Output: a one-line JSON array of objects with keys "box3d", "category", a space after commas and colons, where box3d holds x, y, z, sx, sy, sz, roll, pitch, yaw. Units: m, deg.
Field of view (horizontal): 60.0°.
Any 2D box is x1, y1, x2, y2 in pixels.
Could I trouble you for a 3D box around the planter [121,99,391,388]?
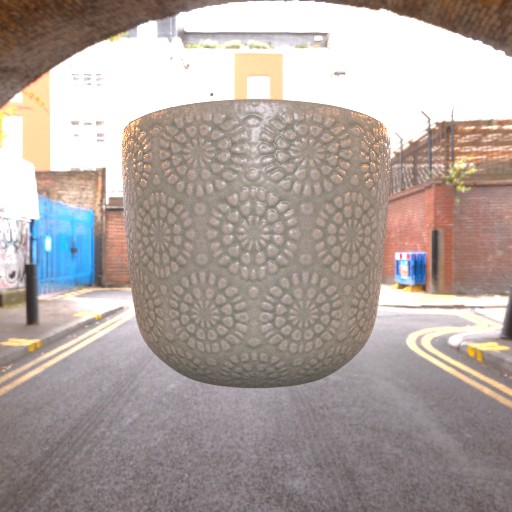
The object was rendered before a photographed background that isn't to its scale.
[{"box3d": [0.000, 0.000, 0.213, 0.124, 0.109, 0.124, 0, 0, 0], "category": "planter"}]
